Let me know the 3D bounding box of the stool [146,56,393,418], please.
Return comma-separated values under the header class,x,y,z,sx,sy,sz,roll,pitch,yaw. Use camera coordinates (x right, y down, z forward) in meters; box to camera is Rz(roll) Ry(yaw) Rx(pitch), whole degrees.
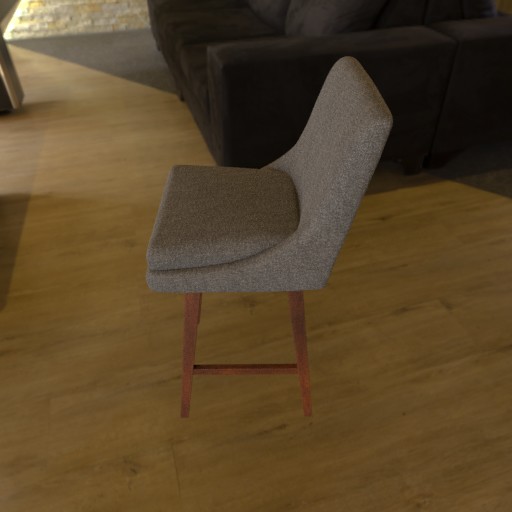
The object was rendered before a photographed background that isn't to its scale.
class,x,y,z,sx,sy,sz,roll,pitch,yaw
stool,0.000,0.000,1.375,0.572,1.068,0.489,0,40,0
